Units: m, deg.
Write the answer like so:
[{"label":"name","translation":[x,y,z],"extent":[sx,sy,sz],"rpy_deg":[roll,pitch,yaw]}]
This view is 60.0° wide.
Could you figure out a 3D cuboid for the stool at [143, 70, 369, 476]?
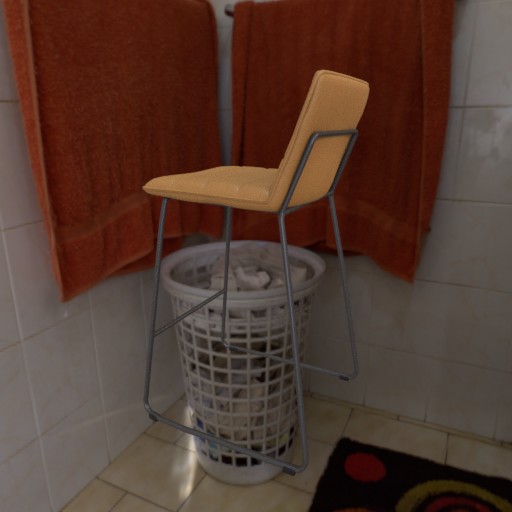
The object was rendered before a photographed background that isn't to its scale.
[{"label":"stool","translation":[0.000,0.000,1.260],"extent":[0.524,0.936,0.489],"rpy_deg":[9,19,26]}]
